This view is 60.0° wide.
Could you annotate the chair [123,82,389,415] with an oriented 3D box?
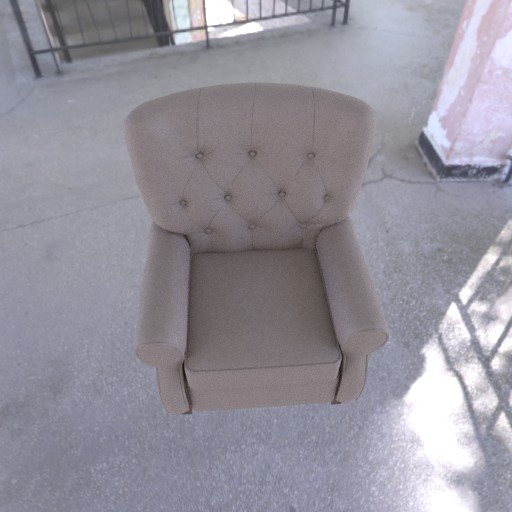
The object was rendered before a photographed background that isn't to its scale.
[{"bbox_3d":[0.000,0.000,1.906,0.999,1.138,1.041,-3,46,-3],"label":"chair"}]
